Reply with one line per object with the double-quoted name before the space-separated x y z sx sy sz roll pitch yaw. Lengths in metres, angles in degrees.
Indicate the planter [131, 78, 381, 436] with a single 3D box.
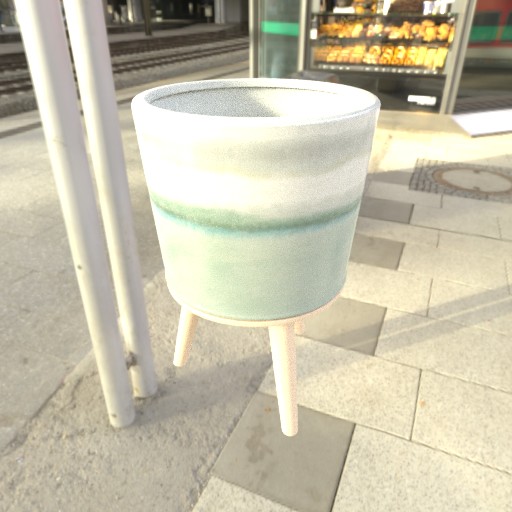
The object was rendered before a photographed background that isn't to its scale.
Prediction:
"planter" 0.000 0.000 0.580 0.265 0.404 0.265 11 31 18
